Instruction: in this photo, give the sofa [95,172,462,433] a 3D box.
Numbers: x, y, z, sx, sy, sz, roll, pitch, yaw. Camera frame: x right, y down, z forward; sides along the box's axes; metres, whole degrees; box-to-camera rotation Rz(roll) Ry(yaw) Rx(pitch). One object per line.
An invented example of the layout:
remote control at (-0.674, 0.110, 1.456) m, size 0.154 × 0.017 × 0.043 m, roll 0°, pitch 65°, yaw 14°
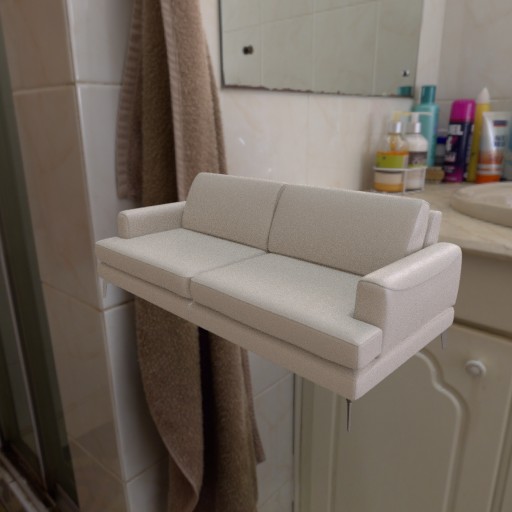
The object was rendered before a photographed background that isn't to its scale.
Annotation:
sofa at (0.000, 0.000, 2.475) m, size 1.940 × 0.765 × 0.974 m, roll 16°, pitch 23°, yaw 42°
